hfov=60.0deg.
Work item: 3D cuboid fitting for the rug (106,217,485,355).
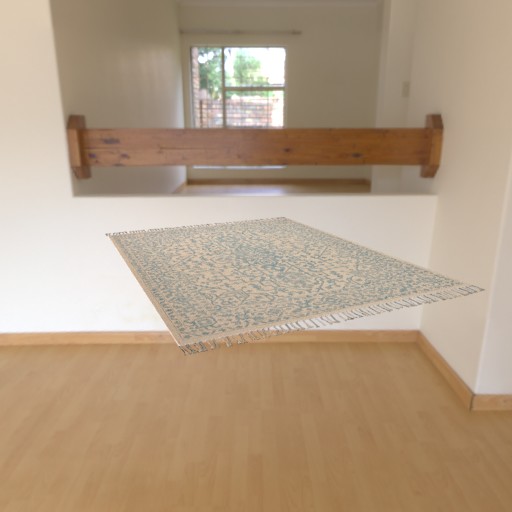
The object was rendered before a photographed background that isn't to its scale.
[{"bbox_3d":[0.000,0.000,4.421,2.464,0.010,3.327,-8,18,-24],"label":"rug"}]
